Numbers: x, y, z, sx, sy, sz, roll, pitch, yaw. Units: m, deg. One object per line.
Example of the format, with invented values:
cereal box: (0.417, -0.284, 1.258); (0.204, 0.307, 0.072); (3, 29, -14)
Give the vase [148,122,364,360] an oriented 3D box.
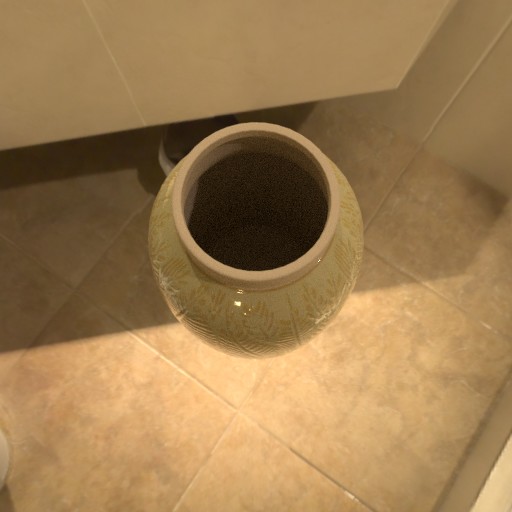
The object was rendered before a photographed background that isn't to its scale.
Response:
vase: (0.000, 0.000, 0.381); (0.172, 0.270, 0.172); (0, 76, 0)
